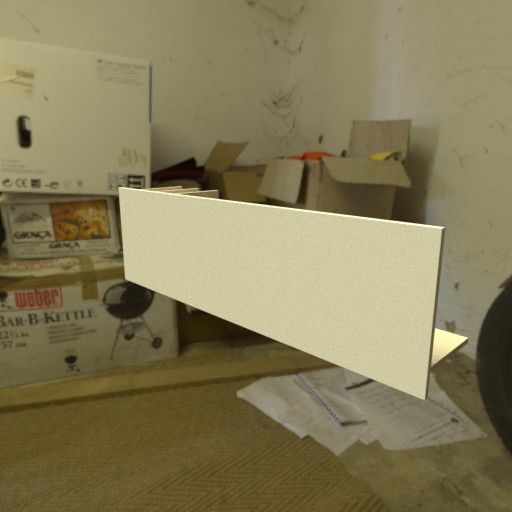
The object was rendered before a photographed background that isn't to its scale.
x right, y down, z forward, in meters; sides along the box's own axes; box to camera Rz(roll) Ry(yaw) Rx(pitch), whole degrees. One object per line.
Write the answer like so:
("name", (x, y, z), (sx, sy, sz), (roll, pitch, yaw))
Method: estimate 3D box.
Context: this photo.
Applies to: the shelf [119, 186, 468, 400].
("shelf", (0.000, 0.000, 1.143), (0.200, 0.300, 1.020), (-13, 19, -43))
